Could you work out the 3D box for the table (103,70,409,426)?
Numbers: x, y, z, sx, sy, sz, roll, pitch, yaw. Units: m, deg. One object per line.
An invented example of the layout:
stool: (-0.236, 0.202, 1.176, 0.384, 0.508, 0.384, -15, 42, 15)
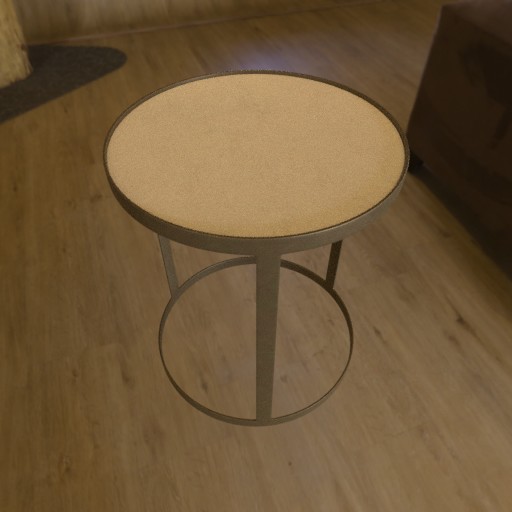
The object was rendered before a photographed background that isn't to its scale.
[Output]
table: (0.000, 0.000, 0.916, 0.480, 0.565, 0.480, 0, 47, 0)
